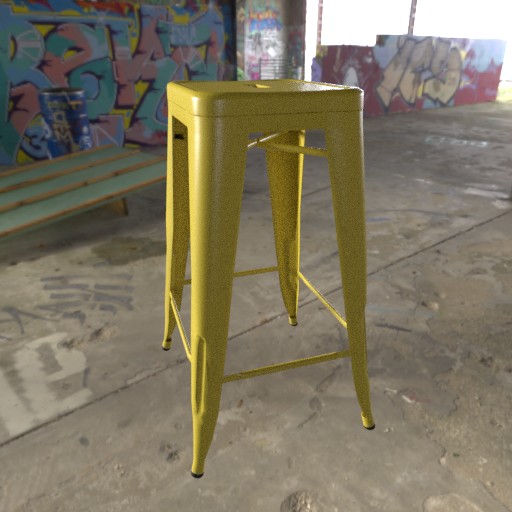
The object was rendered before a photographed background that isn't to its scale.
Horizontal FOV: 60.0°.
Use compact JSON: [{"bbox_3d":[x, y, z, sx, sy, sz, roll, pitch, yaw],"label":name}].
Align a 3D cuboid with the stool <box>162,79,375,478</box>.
[{"bbox_3d":[0.000,0.000,0.841,0.359,0.609,0.399,-8,26,-17],"label":"stool"}]
